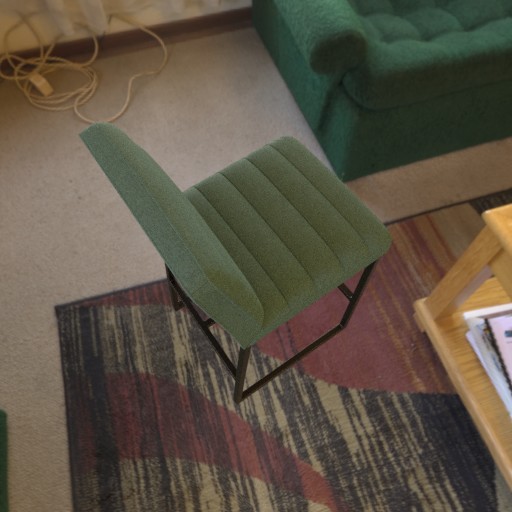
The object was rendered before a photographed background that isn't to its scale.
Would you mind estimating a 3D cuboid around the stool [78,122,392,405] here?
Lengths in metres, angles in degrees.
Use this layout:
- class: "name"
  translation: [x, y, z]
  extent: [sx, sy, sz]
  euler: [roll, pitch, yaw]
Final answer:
- class: "stool"
  translation: [0.000, 0.000, 1.256]
  extent: [0.560, 0.940, 0.460]
  euler: [-31, 64, -17]
